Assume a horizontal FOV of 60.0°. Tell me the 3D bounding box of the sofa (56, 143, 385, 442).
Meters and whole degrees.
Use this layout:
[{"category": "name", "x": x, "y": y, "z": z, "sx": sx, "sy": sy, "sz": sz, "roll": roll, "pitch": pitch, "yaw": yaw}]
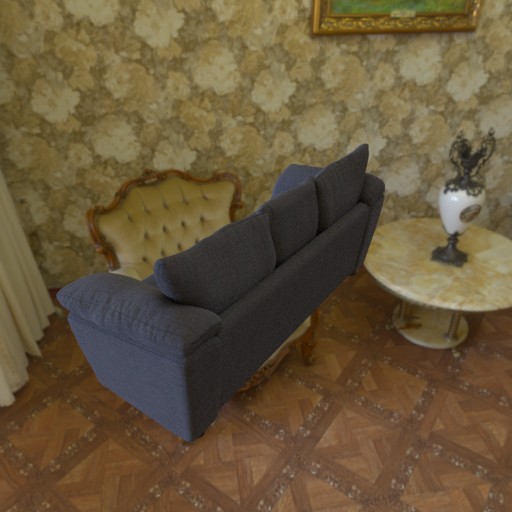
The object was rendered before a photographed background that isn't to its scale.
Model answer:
[{"category": "sofa", "x": 0.000, "y": 0.000, "z": 2.915, "sx": 0.883, "sy": 1.080, "sz": 2.336, "roll": 20, "pitch": 36, "yaw": 30}]
